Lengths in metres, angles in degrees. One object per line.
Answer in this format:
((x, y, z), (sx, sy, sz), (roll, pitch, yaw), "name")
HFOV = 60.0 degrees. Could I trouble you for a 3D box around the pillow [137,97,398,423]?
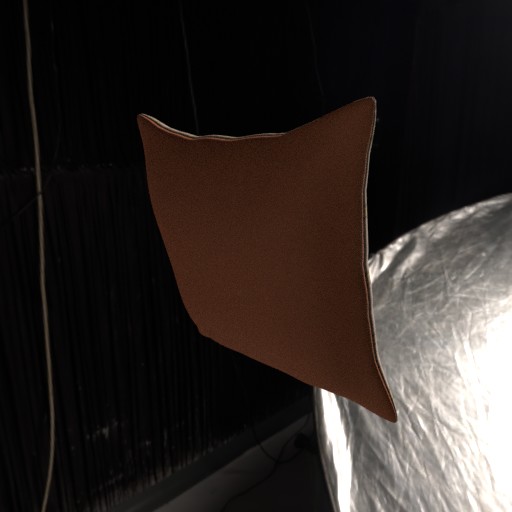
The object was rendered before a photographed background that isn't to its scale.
((0.000, 0.000, 0.681), (0.200, 0.430, 0.453), (-14, 20, -42), "pillow")
